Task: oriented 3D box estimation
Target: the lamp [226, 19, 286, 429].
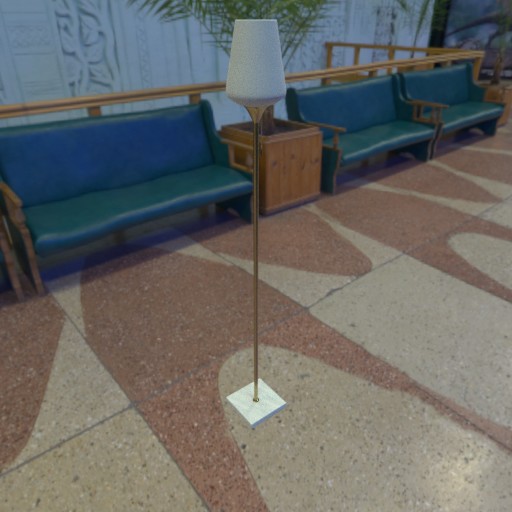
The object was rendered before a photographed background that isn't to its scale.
[{"bbox_3d":[0.000,0.000,1.928,0.232,1.813,0.229,-21,35,-32],"label":"lamp"}]
